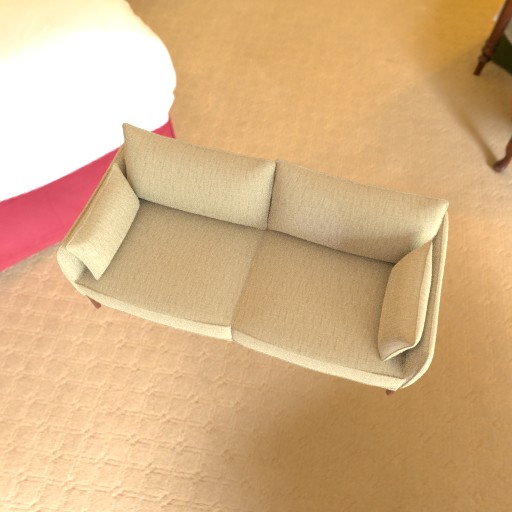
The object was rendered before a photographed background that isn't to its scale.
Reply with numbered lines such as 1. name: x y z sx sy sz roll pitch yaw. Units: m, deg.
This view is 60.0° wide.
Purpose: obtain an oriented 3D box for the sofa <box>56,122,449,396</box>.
1. sofa: 0.000 0.000 2.530 1.989 0.860 0.991 15 61 8
